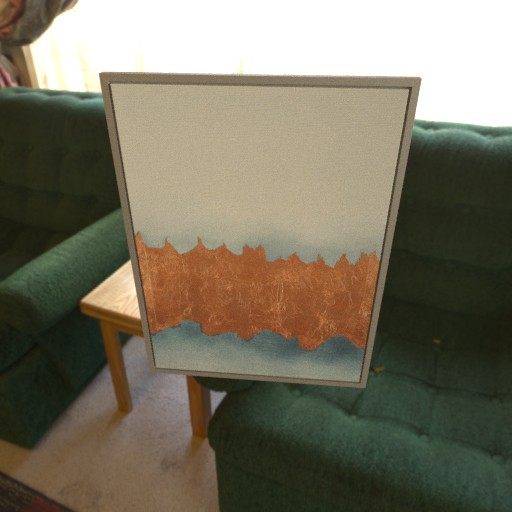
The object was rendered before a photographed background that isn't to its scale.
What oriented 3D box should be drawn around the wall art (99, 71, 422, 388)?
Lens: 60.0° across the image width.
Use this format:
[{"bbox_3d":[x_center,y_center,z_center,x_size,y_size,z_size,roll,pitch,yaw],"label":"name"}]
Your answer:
[{"bbox_3d":[0.000,0.000,1.360,0.789,1.042,0.034,3,31,5],"label":"wall art"}]
